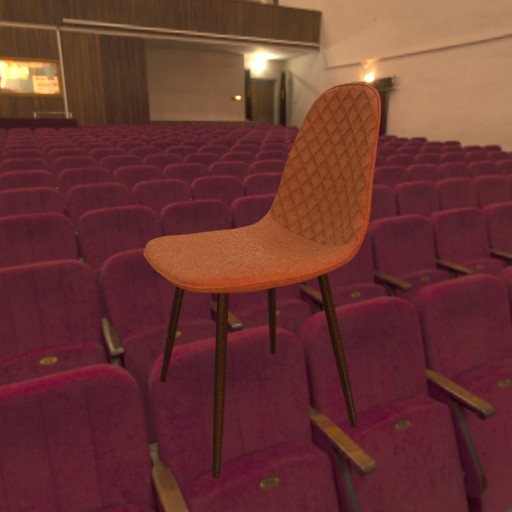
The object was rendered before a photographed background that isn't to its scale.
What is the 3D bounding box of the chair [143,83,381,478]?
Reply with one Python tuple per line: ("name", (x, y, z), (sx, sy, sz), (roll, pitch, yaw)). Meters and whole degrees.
("chair", (0.000, 0.000, 1.191), (0.561, 0.889, 0.472), (-8, 18, -26))
